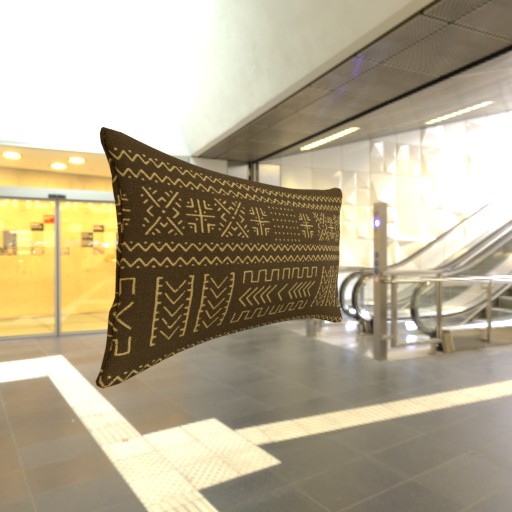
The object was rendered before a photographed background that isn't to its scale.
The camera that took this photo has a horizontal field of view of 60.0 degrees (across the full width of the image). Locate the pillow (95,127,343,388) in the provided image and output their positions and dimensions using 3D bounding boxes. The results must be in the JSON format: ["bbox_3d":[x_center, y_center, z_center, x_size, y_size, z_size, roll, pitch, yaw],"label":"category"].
[{"bbox_3d":[0.000,0.000,0.805,0.135,0.322,0.667,0,1,36],"label":"pillow"}]
